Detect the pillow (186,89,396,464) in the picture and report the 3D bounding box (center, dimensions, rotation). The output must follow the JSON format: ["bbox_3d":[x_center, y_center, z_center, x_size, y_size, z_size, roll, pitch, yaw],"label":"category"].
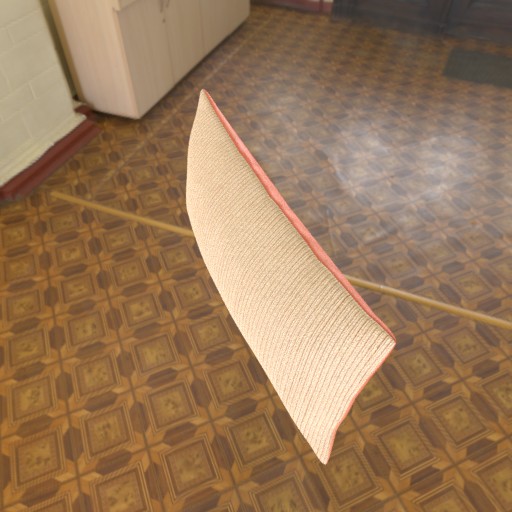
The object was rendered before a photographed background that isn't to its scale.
[{"bbox_3d":[0.000,0.000,0.749,0.155,0.307,0.608,-18,50,-16],"label":"pillow"}]
